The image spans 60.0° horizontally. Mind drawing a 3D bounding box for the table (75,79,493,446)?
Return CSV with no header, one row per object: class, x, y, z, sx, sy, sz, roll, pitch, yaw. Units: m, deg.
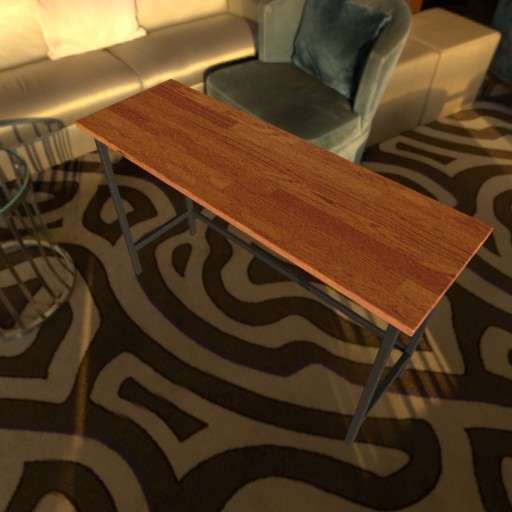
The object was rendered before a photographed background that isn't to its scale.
table,0.000,0.000,1.528,1.204,0.740,0.408,33,55,27
